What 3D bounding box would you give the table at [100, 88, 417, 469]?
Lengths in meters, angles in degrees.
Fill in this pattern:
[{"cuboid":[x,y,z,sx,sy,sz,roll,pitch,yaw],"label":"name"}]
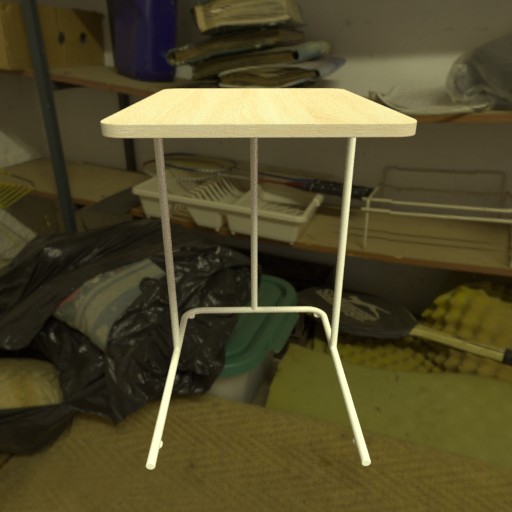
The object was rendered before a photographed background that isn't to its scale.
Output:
[{"cuboid":[0.000,0.000,0.827,0.370,0.550,0.480,0,25,-1],"label":"table"}]
